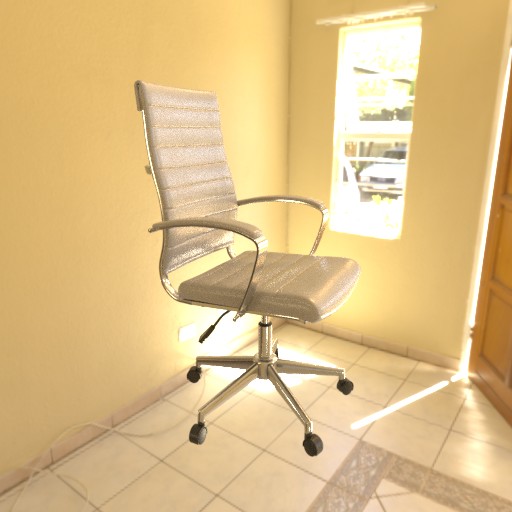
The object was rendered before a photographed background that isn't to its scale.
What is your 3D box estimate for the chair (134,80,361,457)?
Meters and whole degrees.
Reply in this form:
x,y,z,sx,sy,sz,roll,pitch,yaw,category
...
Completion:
x,y,z,sx,sy,sz,roll,pitch,yaw,category
0.000,0.000,1.565,0.667,1.149,0.679,8,18,26,chair
